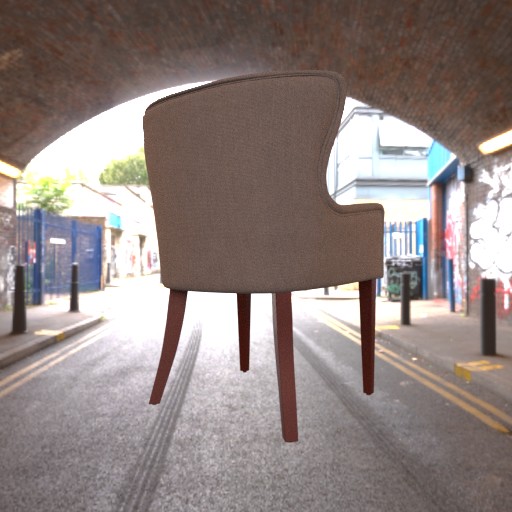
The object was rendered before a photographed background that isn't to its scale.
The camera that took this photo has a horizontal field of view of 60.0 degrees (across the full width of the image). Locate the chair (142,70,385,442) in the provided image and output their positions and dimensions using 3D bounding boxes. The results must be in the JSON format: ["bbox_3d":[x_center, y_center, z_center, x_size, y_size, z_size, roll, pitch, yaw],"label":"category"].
[{"bbox_3d":[0.000,0.000,1.451,0.732,0.948,0.677,0,-1,36],"label":"chair"}]
